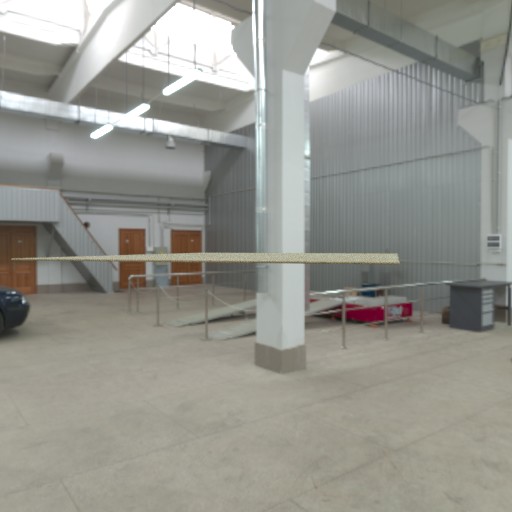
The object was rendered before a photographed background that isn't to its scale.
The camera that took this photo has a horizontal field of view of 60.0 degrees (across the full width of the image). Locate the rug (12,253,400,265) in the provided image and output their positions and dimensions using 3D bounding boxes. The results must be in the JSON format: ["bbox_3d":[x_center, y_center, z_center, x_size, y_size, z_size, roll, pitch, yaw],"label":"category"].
[{"bbox_3d":[0.000,0.000,4.022,2.471,0.012,3.034,0,1,18],"label":"rug"}]
